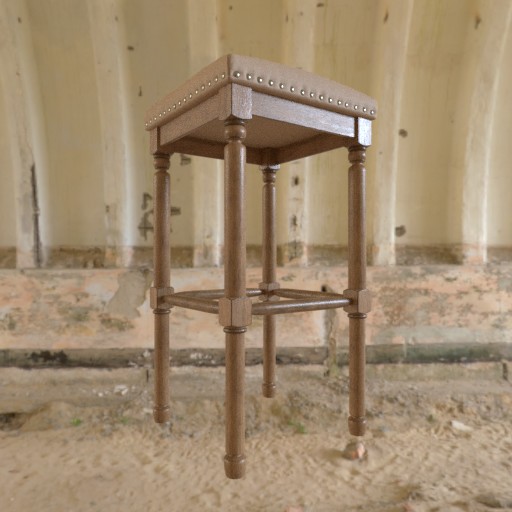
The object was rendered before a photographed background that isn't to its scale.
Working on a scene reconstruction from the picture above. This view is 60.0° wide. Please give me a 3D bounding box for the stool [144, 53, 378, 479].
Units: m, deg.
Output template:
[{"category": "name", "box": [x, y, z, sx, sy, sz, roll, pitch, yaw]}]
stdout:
[{"category": "stool", "box": [0.000, 0.000, 0.997, 0.383, 0.768, 0.382, 0, 0, -35]}]
